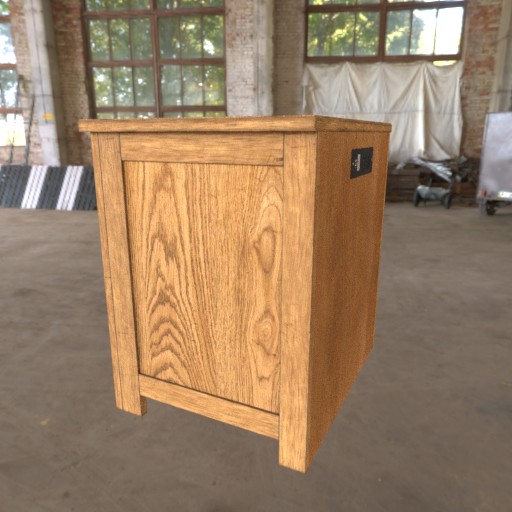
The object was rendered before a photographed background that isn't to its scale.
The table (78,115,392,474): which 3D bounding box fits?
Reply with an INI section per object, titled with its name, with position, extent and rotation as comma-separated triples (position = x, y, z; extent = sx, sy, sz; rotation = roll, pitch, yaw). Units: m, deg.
[table]
position = 0.000, 0.000, 1.078
extent = 0.494, 0.625, 0.601
rotation = 8, 17, 25
